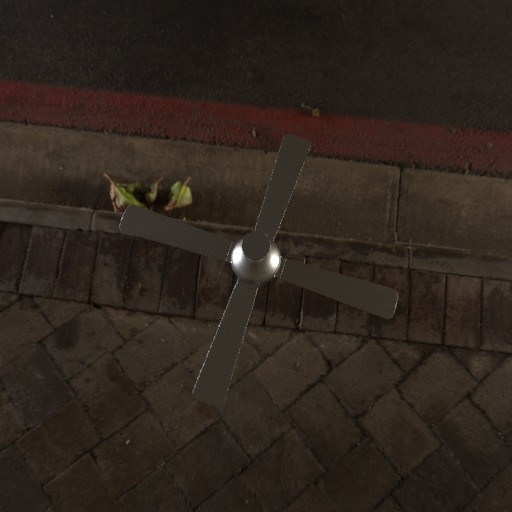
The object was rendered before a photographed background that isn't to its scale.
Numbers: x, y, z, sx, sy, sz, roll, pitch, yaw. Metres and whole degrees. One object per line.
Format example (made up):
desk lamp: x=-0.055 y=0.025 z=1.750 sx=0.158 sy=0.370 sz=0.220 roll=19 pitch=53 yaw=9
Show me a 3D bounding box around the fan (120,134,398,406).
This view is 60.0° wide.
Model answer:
fan: x=0.000 y=0.000 z=2.053 sx=1.321 sy=0.381 sz=1.321 roll=38 pitch=79 yaw=9
